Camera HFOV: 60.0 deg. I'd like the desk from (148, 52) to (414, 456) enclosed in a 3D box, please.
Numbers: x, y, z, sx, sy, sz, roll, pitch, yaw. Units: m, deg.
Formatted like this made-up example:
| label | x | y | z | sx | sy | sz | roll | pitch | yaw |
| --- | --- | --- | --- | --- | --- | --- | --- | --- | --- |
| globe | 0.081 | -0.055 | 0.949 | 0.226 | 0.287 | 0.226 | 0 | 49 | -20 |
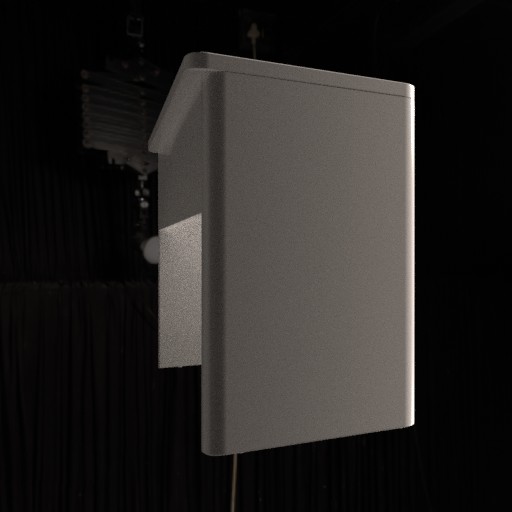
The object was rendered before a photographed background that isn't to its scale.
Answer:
| label | x | y | z | sx | sy | sz | roll | pitch | yaw |
| --- | --- | --- | --- | --- | --- | --- | --- | --- | --- |
| desk | 0.000 | 0.000 | 1.306 | 0.549 | 0.800 | 0.762 | 0 | 0 | -19 |
